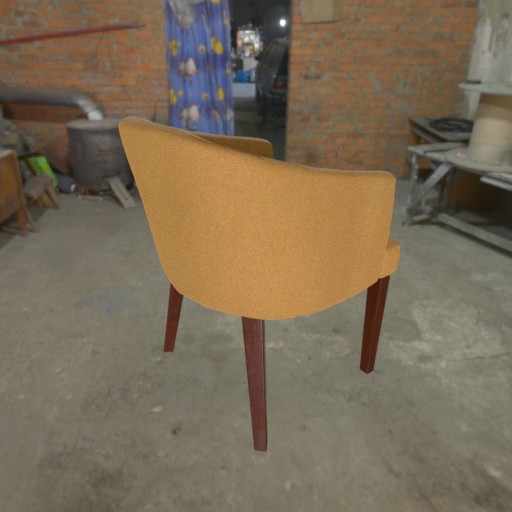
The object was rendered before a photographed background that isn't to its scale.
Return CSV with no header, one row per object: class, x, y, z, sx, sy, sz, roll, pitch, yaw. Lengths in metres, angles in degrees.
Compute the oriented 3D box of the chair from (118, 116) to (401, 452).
chair,0.000,0.000,1.272,0.655,0.811,0.583,-18,31,-33
